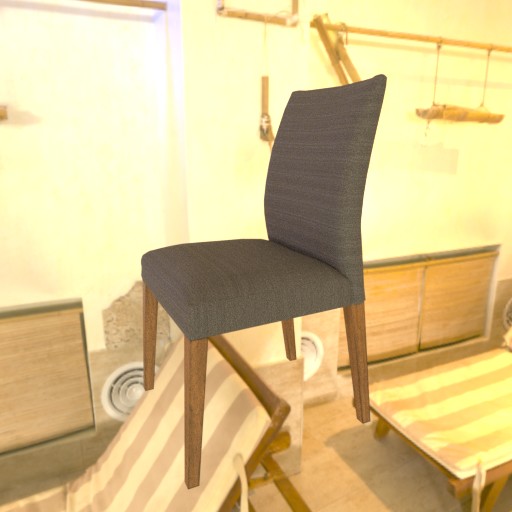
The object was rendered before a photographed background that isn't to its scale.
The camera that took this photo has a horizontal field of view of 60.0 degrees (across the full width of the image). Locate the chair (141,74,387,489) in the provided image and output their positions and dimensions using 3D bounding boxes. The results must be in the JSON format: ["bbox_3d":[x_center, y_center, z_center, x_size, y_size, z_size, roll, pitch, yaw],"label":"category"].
[{"bbox_3d":[0.000,0.000,1.251,0.585,0.940,0.496,-7,16,-25],"label":"chair"}]
